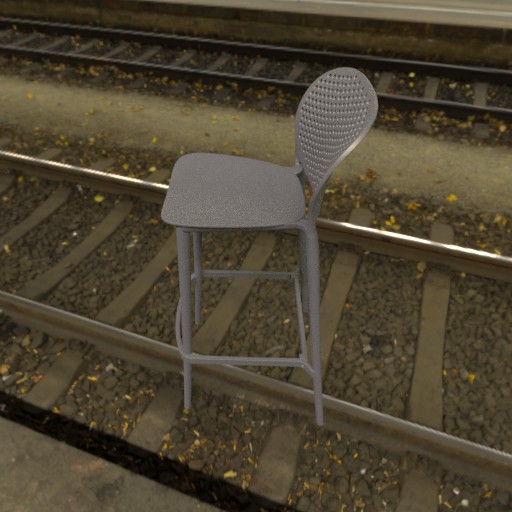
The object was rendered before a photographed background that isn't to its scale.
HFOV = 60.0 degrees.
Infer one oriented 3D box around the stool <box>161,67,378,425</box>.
[{"bbox_3d":[0.000,0.000,1.357,0.535,1.045,0.536,0,40,0],"label":"stool"}]
